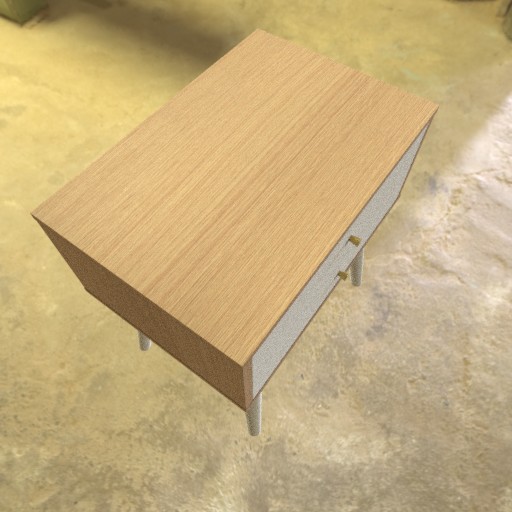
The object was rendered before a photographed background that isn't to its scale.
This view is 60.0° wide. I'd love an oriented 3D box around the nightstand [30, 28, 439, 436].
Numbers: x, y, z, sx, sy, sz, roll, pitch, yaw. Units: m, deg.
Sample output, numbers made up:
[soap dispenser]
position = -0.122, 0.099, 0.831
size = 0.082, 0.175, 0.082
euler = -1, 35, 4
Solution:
[nightstand]
position = 0.000, 0.000, 0.969
size = 0.407, 0.610, 0.571
euler = 32, 64, 18
